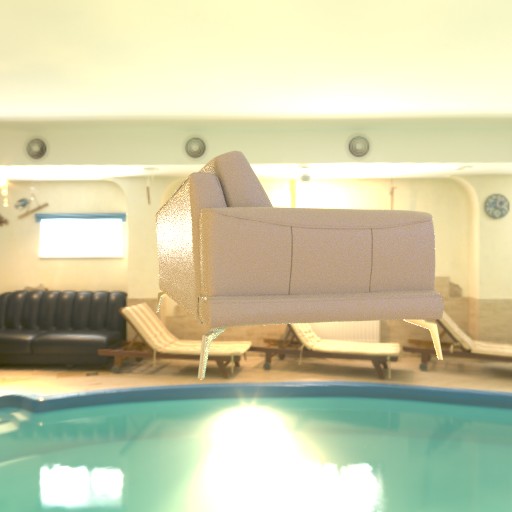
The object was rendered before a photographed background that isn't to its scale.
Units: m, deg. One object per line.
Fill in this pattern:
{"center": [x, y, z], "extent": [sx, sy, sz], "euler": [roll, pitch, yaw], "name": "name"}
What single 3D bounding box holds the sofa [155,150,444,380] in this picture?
{"center": [0.000, 0.000, 2.820], "extent": [1.121, 0.930, 2.177], "euler": [0, 0, -17], "name": "sofa"}
